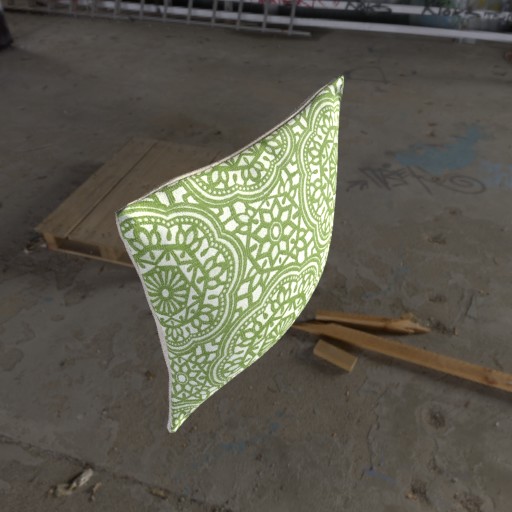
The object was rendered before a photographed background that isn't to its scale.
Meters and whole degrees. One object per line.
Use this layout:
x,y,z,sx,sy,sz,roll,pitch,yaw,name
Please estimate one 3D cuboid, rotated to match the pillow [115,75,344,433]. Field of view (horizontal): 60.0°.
0.000,0.000,0.673,0.162,0.419,0.440,26,48,26,pillow
